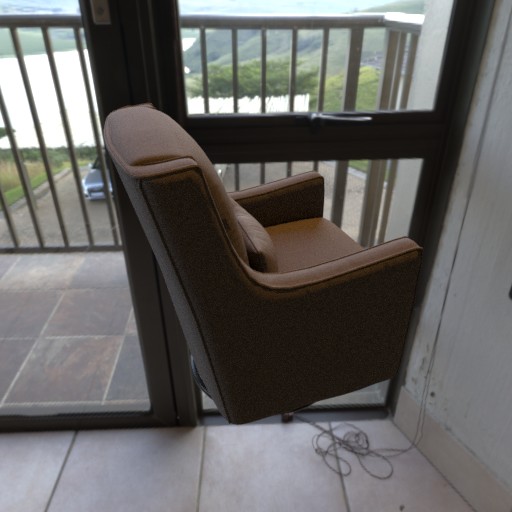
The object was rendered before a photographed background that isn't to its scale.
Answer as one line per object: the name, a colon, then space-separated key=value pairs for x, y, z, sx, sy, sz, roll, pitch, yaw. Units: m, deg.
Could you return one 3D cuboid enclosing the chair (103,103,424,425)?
chair: x=0.000 y=0.000 z=1.572 sx=0.879 sy=0.993 sz=0.732 roll=-11 pitch=33 yaw=-17
